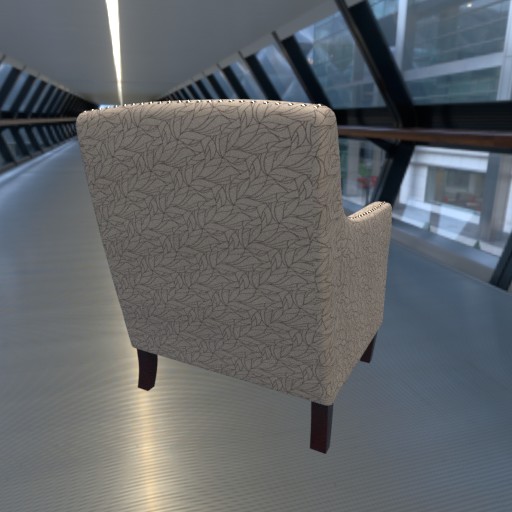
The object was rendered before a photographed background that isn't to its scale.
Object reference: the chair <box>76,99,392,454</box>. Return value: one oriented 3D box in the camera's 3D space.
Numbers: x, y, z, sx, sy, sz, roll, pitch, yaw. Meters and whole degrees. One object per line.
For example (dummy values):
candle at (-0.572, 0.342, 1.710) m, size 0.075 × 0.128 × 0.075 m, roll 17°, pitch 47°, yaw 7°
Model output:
chair at (0.000, 0.000, 1.270) m, size 0.623 × 0.816 × 0.651 m, roll 9°, pitch 18°, yaw 27°
